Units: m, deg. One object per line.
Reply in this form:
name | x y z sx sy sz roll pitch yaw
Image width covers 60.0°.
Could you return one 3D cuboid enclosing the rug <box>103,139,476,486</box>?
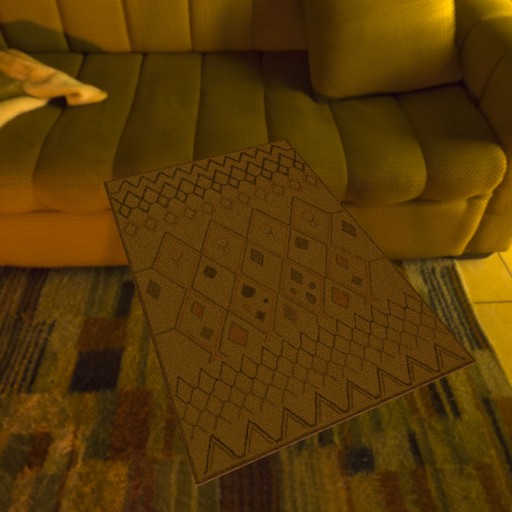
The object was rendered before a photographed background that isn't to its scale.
rug | 0.000 0.000 2.254 1.219 0.016 1.829 -17 49 -15
